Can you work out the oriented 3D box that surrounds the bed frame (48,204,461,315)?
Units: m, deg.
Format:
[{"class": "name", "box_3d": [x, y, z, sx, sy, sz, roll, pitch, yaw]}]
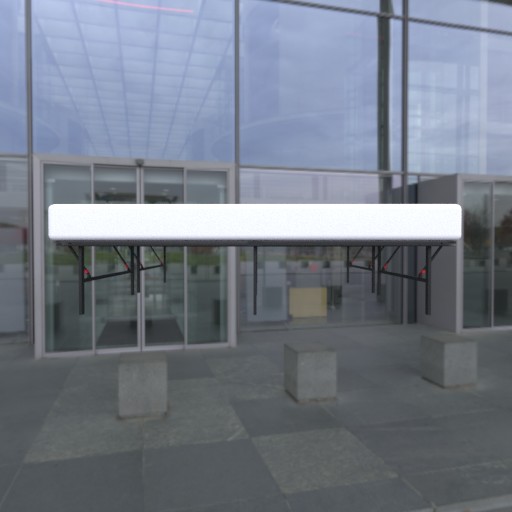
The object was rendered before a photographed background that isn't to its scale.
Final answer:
[{"class": "bed frame", "box_3d": [0.000, 0.000, 3.072, 1.935, 0.525, 2.033, 0, 1, 0]}]
